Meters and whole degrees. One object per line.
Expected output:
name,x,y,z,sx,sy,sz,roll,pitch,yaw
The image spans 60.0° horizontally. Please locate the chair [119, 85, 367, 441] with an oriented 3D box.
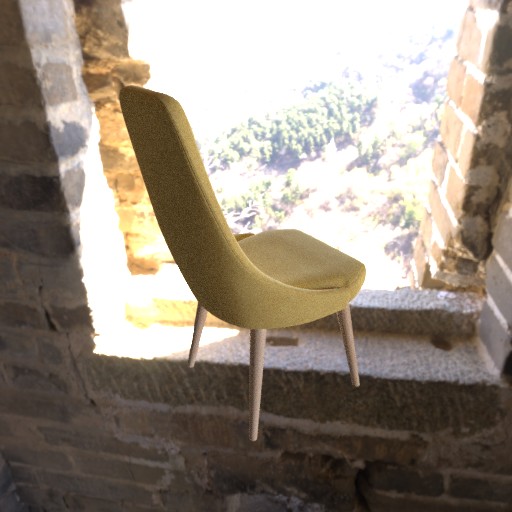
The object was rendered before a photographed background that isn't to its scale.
chair,0.000,0.000,1.401,0.660,1.040,0.510,-18,33,-31
